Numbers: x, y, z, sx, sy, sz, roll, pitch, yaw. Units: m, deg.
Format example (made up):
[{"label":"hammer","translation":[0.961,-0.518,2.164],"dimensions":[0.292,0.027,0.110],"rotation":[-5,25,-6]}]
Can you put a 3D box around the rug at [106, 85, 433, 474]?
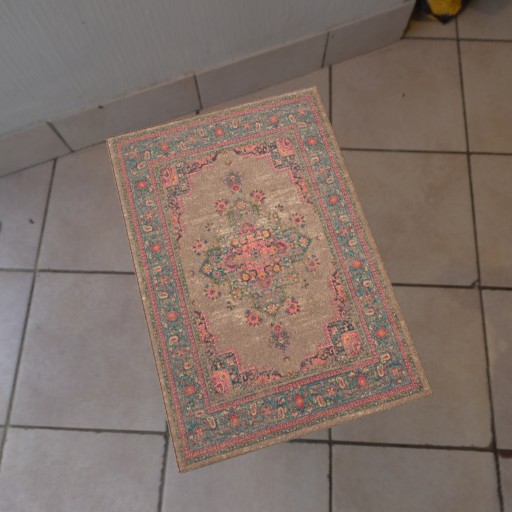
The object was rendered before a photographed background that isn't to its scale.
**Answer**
[{"label":"rug","translation":[0.000,0.000,3.702],"dimensions":[2.005,0.013,2.890],"rotation":[-15,75,-4]}]
